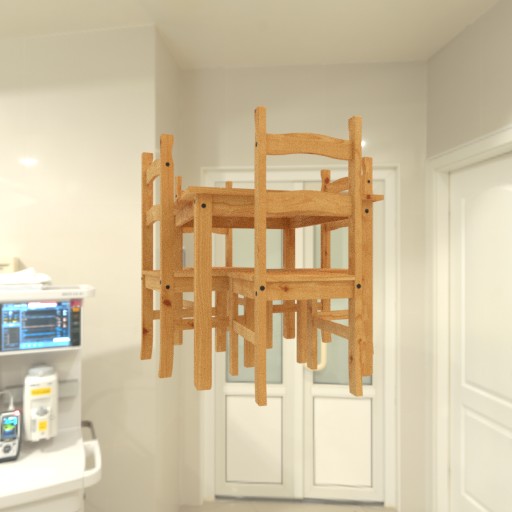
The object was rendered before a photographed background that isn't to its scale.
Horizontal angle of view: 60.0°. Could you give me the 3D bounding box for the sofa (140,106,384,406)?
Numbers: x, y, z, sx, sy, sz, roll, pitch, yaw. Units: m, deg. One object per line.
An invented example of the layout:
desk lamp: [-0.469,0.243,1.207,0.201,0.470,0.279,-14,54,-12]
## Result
sofa: [0.000,0.000,2.262,1.144,1.000,1.529,0,0,-16]
